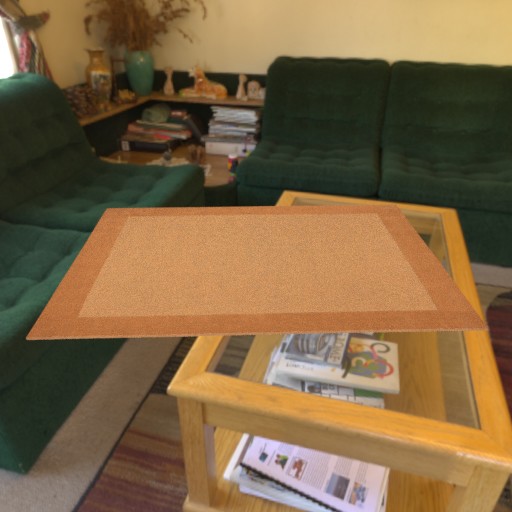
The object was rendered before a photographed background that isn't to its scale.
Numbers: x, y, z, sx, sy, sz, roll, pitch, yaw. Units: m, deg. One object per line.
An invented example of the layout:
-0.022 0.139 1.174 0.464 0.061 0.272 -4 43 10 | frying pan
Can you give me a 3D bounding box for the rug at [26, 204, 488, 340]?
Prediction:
0.000 0.000 2.274 1.829 0.014 1.219 -1 30 -2 | rug
